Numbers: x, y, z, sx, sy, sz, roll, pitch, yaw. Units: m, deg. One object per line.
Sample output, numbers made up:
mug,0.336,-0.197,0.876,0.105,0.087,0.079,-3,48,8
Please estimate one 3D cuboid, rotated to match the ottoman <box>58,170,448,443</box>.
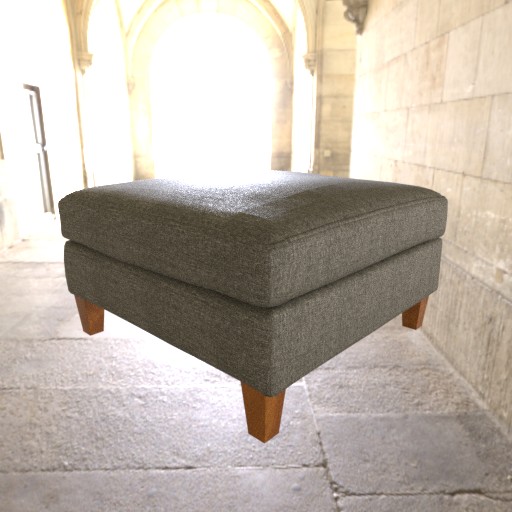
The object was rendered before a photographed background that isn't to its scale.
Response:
ottoman,0.000,0.000,1.346,0.838,0.481,0.838,14,21,41
